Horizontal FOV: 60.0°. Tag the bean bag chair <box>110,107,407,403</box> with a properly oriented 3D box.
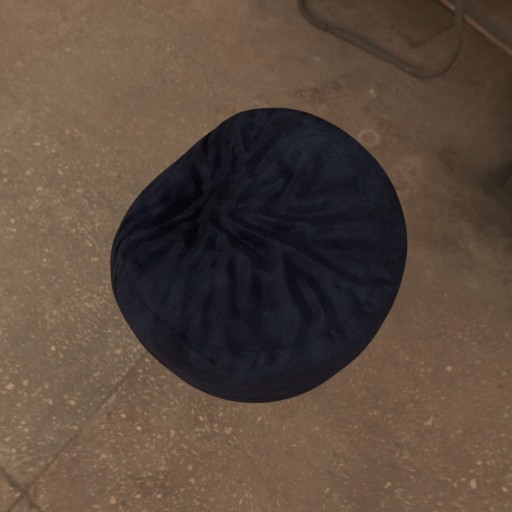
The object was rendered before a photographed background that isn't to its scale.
[{"bbox_3d":[0.000,0.000,1.487,0.918,0.616,0.918,0,65,0],"label":"bean bag chair"}]
